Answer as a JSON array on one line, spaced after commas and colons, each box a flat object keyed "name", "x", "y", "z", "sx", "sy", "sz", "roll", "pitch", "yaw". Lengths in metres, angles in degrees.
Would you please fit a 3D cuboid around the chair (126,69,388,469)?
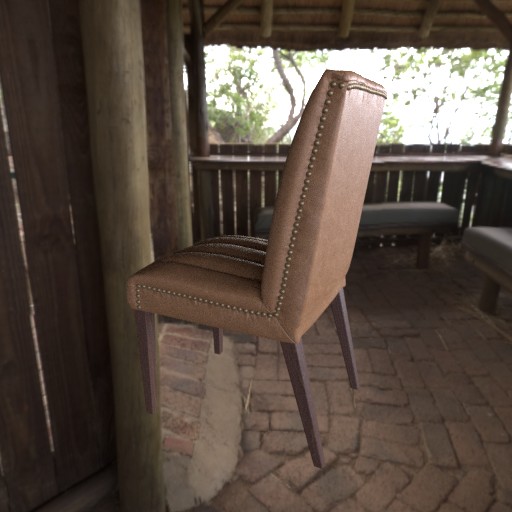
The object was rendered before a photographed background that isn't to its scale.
[{"name": "chair", "x": 0.000, "y": 0.000, "z": 1.374, "sx": 0.647, "sy": 1.016, "sz": 0.511, "roll": 8, "pitch": 18, "yaw": 24}]
